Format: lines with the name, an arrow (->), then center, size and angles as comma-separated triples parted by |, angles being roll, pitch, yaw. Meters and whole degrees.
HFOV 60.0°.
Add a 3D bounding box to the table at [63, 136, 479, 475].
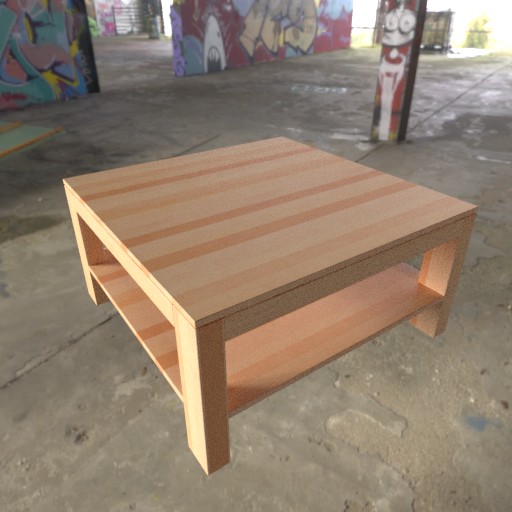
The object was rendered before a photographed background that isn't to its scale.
table -> 0.000, 0.000, 1.454 | 0.900, 0.450, 0.900 | -19, 35, -30
